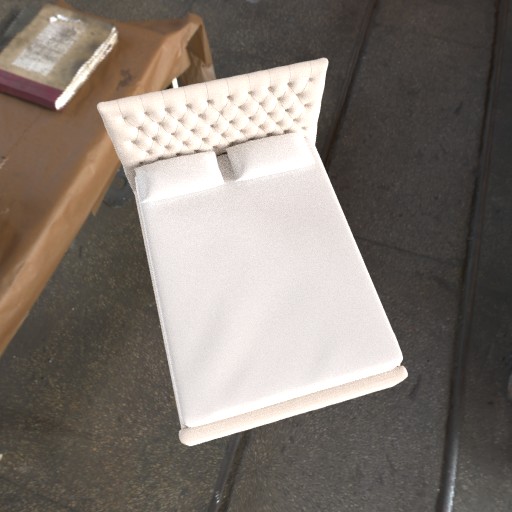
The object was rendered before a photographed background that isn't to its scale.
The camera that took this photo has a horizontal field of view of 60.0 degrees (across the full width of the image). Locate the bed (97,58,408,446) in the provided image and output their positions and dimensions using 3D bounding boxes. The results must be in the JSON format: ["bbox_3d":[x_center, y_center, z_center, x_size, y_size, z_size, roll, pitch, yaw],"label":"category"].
[{"bbox_3d":[0.000,0.000,3.332,1.696,1.426,2.233,-14,65,-7],"label":"bed"}]
